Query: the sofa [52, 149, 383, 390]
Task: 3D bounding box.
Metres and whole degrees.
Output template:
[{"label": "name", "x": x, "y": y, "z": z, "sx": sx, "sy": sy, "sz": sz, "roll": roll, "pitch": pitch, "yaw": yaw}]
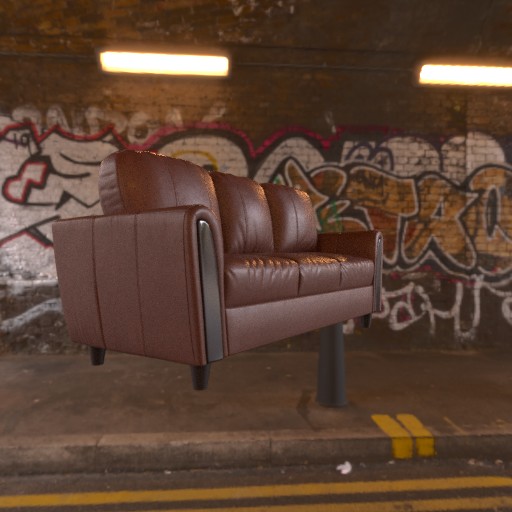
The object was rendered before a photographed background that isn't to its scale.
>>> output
[{"label": "sofa", "x": 0.000, "y": 0.000, "z": 2.367, "sx": 0.802, "sy": 0.915, "sz": 1.862, "roll": 0, "pitch": 0, "yaw": 34}]
